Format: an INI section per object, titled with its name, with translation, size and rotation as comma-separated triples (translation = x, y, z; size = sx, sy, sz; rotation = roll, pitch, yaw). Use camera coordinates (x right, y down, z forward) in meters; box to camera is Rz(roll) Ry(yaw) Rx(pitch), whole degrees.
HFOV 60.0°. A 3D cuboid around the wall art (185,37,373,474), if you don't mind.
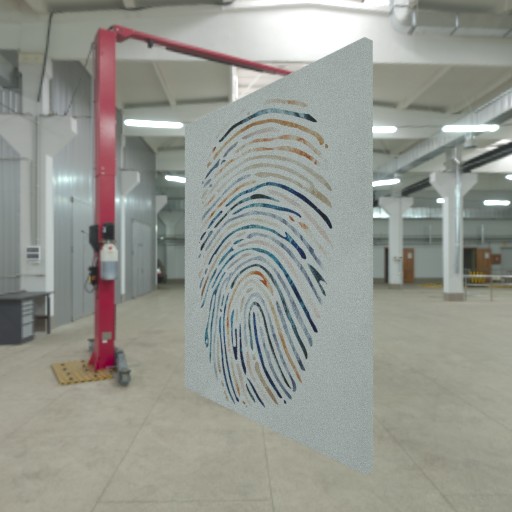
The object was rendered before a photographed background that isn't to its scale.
[wall art]
translation = 0.000, 0.000, 0.966
size = 0.021, 0.710, 0.609
rotation = 0, 0, -37
